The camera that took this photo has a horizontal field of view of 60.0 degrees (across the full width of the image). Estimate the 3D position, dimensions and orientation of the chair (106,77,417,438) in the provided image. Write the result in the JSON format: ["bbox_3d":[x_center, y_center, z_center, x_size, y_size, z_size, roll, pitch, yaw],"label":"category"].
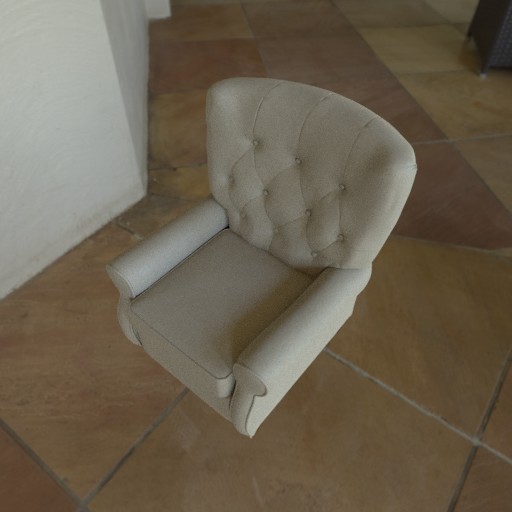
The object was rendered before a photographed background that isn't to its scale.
[{"bbox_3d":[0.000,0.000,1.916,0.943,1.158,1.059,31,54,26],"label":"chair"}]
